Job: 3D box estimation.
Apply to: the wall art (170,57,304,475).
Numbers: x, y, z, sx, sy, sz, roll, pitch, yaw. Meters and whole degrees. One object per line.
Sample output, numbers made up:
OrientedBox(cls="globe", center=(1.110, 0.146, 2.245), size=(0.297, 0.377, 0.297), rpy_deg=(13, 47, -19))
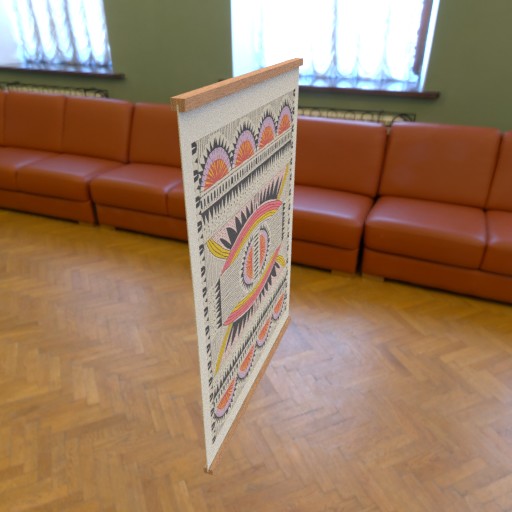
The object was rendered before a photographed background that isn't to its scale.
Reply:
OrientedBox(cls="wall art", center=(0.000, 0.000, 1.316), size=(0.028, 1.016, 0.765), rpy_deg=(10, 31, 18))
